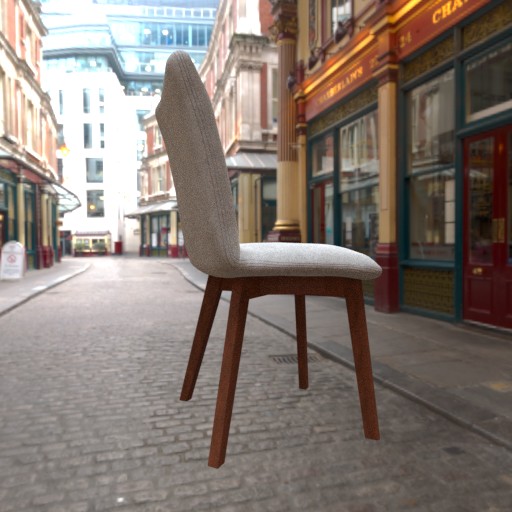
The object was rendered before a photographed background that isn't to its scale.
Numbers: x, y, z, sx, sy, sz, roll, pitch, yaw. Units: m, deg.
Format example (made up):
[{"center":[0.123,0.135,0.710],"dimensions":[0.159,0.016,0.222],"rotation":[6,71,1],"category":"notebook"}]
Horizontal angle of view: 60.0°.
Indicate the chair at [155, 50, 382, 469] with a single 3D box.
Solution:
[{"center":[0.000,0.000,1.314],"dimensions":[0.563,0.974,0.522],"rotation":[0,1,-18],"category":"chair"}]
